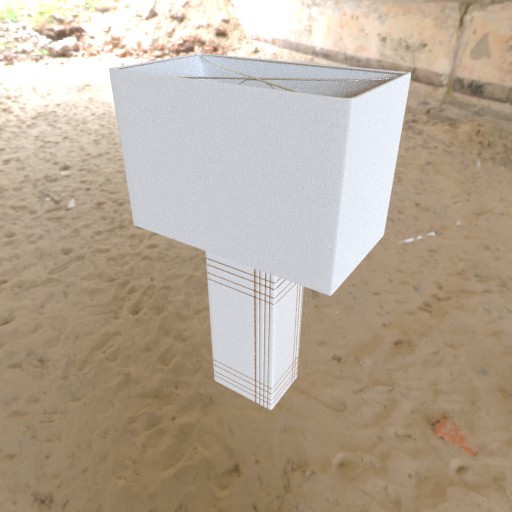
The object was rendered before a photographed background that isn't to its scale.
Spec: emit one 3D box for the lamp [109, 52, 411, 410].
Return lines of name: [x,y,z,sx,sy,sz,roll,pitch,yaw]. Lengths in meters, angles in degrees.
lamp: [0.000,0.000,0.692,0.334,0.543,0.182,19,36,28]
